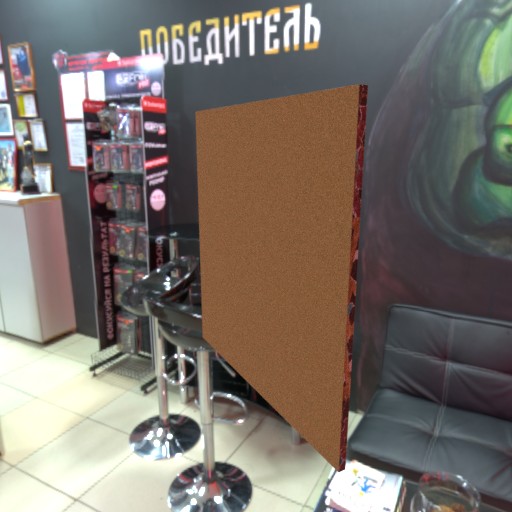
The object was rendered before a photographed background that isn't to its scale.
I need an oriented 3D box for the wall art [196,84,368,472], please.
[{"bbox_3d":[0.000,0.000,0.618,0.010,0.406,0.404,-8,16,-28],"label":"wall art"}]
